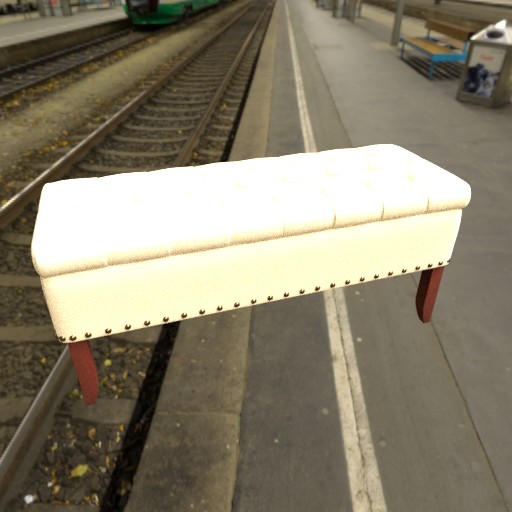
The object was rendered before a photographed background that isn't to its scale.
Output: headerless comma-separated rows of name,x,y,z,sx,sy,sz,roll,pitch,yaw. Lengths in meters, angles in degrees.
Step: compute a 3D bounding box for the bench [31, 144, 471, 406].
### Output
bench,0.000,0.000,1.256,1.054,0.470,0.400,-10,33,-16
